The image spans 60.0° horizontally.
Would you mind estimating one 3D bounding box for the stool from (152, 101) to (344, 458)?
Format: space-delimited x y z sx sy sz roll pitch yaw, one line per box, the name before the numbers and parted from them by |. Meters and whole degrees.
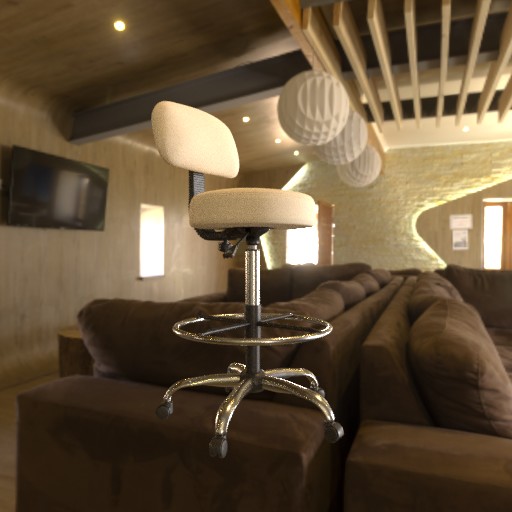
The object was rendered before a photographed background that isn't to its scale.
stool | 0.000 0.000 1.462 0.616 1.080 0.609 0 1 37
